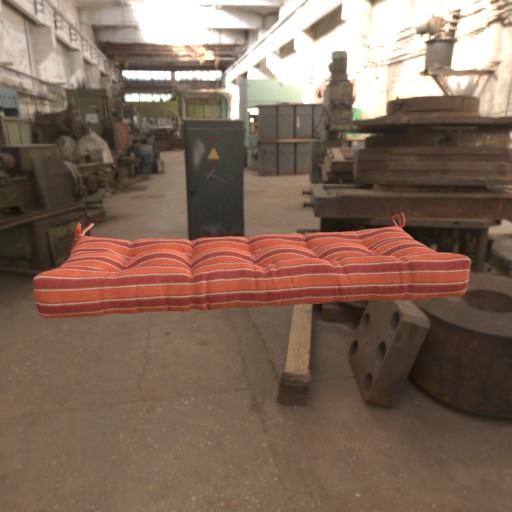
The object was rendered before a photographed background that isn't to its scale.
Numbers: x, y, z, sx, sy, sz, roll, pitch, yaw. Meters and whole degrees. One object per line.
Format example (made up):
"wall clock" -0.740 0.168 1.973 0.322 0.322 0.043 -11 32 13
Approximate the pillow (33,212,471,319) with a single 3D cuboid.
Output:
"pillow" 0.000 0.000 1.353 1.194 0.174 0.511 -2 17 -8
